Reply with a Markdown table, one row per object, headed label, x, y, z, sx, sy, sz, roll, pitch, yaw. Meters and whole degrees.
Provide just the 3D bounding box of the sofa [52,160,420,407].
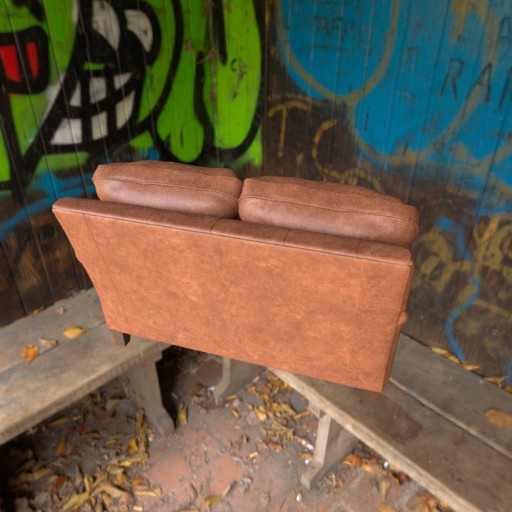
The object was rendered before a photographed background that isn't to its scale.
| label | x | y | z | sx | sy | sz | roll | pitch | yaw |
| --- | --- | --- | --- | --- | --- | --- | --- | --- | --- |
| sofa | 0.000 | 0.000 | 2.258 | 1.527 | 1.004 | 1.077 | 10 | 34 | 15 |
